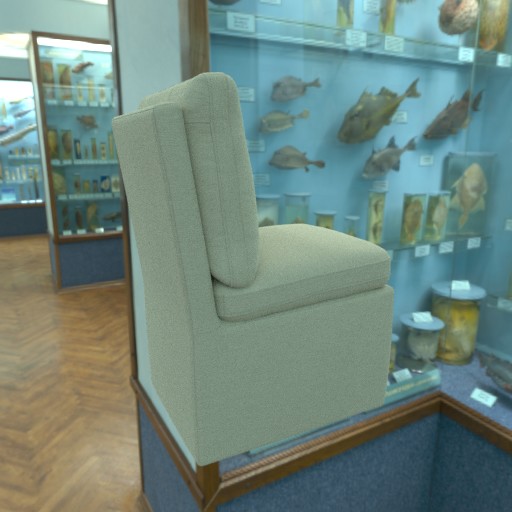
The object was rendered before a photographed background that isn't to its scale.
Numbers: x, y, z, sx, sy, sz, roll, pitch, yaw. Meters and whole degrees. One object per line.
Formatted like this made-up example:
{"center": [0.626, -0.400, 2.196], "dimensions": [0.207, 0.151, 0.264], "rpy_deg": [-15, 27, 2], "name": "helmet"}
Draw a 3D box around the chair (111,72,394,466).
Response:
{"center": [0.000, 0.000, 1.311], "dimensions": [0.698, 0.927, 0.503], "rpy_deg": [-7, 15, -27], "name": "chair"}
